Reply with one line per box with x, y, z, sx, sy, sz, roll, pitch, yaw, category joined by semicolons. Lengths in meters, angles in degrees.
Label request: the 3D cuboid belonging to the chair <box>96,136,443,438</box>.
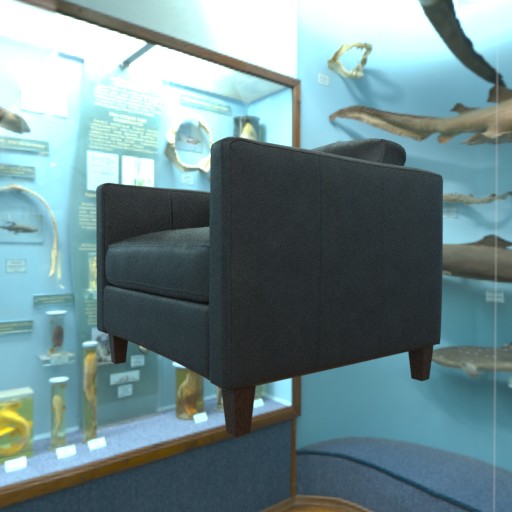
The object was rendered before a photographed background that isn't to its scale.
0.000;0.000;1.565;0.862;0.811;0.939;-1;1;-37;chair
